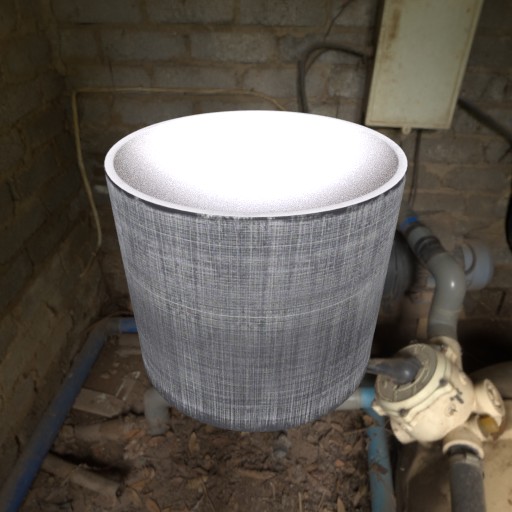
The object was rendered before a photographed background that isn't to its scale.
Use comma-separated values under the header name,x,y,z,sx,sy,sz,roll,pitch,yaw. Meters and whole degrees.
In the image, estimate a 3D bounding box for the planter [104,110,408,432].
name,x,y,z,sx,sy,sz,roll,pitch,yaw
planter,0.000,0.000,0.444,0.254,0.221,0.254,0,33,0
